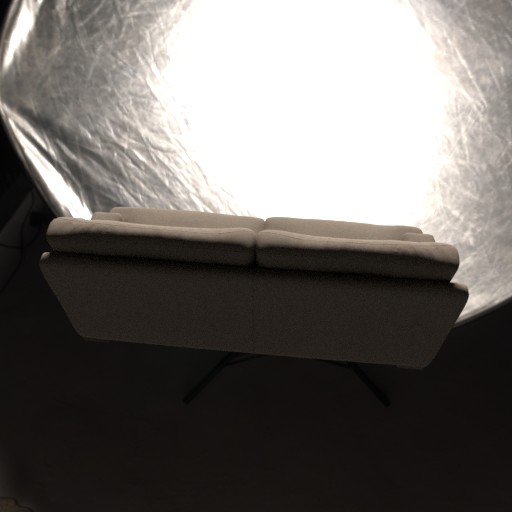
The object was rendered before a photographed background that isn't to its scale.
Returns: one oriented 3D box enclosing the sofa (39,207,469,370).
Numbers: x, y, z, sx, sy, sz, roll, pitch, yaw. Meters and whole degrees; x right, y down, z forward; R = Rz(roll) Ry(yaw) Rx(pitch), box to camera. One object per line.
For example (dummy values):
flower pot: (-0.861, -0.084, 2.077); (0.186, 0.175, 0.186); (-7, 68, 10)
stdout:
sofa: (0.000, 0.000, 2.915); (2.354, 0.980, 0.962); (4, 47, 4)
